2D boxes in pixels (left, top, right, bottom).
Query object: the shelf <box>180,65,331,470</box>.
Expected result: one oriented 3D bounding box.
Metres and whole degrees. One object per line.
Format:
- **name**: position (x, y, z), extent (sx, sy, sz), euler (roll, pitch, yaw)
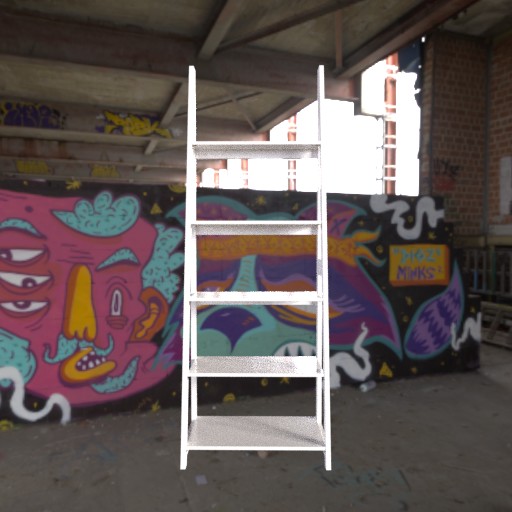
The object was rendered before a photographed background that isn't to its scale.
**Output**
- **shelf**: position (0.000, 0.000, 1.997), extent (0.636, 1.779, 0.341), euler (0, 2, 1)
